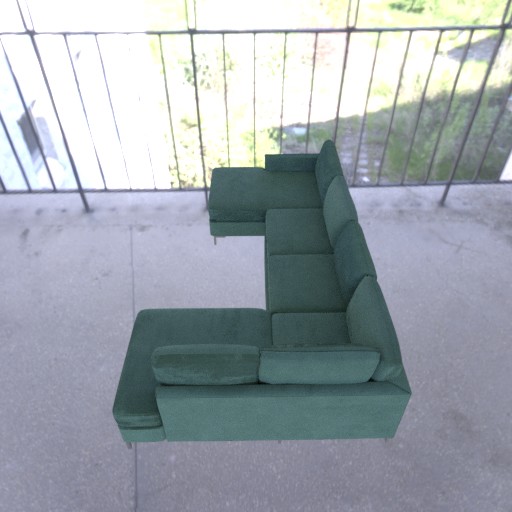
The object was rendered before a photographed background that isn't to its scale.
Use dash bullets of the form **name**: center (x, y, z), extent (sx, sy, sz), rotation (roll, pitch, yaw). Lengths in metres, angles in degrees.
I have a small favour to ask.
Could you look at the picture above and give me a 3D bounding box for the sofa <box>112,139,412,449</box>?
- **sofa**: center (0.000, 0.000, 4.376), extent (2.055, 0.992, 3.434), rotation (0, 41, 0)
